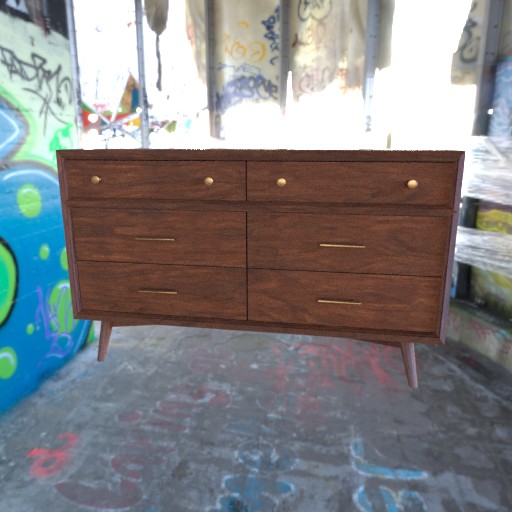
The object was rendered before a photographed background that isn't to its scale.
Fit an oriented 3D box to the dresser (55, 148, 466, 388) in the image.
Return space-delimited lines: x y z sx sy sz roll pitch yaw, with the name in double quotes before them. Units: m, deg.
"dresser" 0.000 0.000 1.896 1.472 0.889 0.500 2 14 9
